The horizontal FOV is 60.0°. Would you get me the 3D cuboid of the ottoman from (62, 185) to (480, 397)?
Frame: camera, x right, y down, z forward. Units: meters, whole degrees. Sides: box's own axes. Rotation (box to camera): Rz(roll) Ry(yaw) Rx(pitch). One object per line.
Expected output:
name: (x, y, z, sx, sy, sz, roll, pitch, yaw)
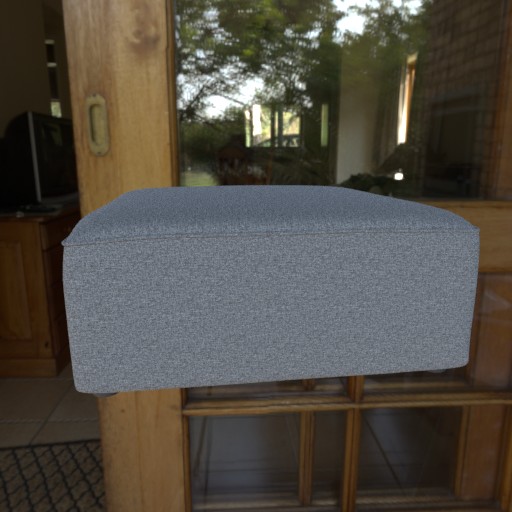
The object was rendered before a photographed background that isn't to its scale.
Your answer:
ottoman: (0.000, 0.000, 1.538, 1.015, 0.464, 1.005, -2, 13, -8)
